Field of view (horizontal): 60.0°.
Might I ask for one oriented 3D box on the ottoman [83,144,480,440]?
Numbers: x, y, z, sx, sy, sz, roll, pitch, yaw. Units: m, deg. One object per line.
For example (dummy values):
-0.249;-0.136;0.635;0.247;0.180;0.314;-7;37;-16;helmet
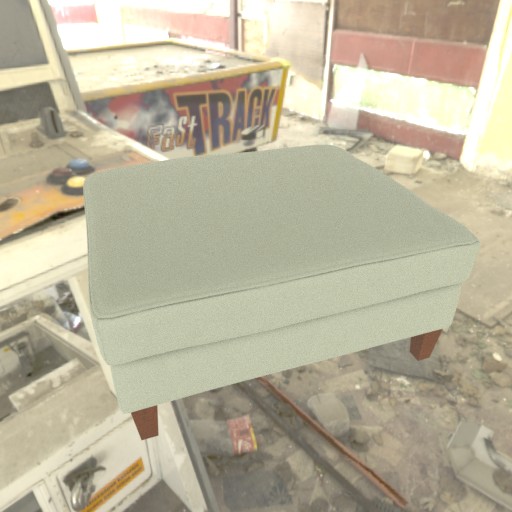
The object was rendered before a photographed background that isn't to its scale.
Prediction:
0.000;0.000;1.446;0.991;0.494;0.842;-11;34;-16;ottoman
